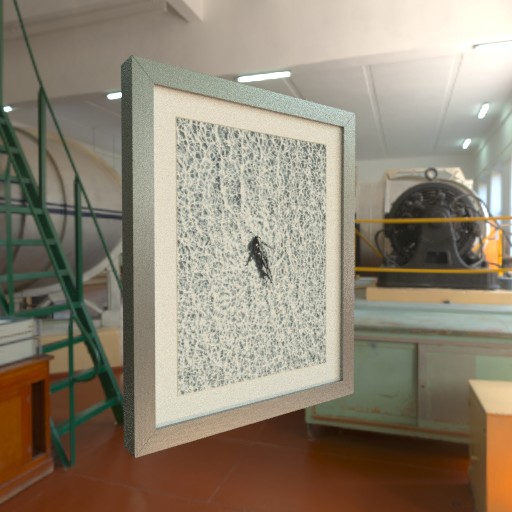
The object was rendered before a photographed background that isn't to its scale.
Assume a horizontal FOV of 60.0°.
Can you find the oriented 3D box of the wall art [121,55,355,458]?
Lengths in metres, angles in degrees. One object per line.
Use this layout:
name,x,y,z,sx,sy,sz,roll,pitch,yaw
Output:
wall art,0.000,0.000,0.519,0.308,0.379,0.030,-1,2,-36
